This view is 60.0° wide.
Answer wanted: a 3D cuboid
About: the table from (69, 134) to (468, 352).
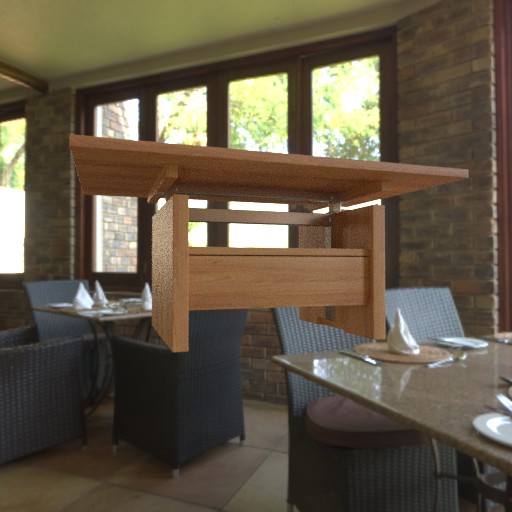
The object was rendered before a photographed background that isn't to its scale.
[{"bbox_3d":[0.000,0.000,1.471,1.100,0.510,0.700,0,-1,-19],"label":"table"}]
